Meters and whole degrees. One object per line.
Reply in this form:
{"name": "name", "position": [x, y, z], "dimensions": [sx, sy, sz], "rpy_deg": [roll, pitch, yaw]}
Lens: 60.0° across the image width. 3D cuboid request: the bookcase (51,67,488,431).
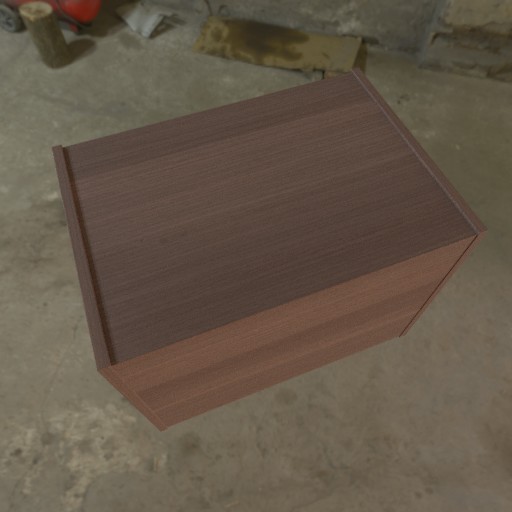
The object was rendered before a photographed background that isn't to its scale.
{"name": "bookcase", "position": [0.000, 0.000, 0.630], "dimensions": [0.415, 0.305, 0.290], "rpy_deg": [-18, 61, -11]}
